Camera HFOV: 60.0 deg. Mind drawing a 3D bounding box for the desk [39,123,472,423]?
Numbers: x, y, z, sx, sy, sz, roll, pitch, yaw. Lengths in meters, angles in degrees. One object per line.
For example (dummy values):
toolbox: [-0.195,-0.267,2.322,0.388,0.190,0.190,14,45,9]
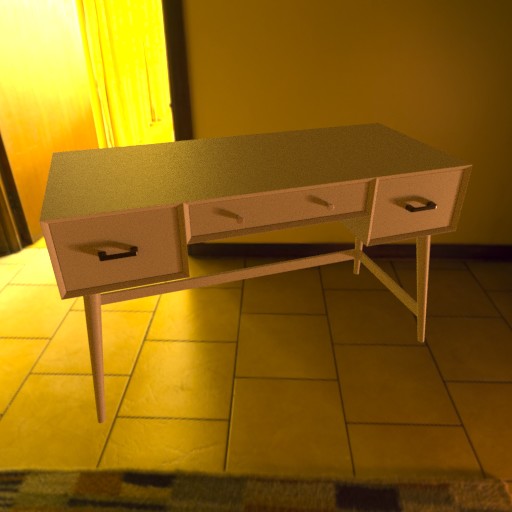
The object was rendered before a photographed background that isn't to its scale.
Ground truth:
desk: [0.000,0.000,1.695,1.313,0.762,0.589,-10,32,-16]
